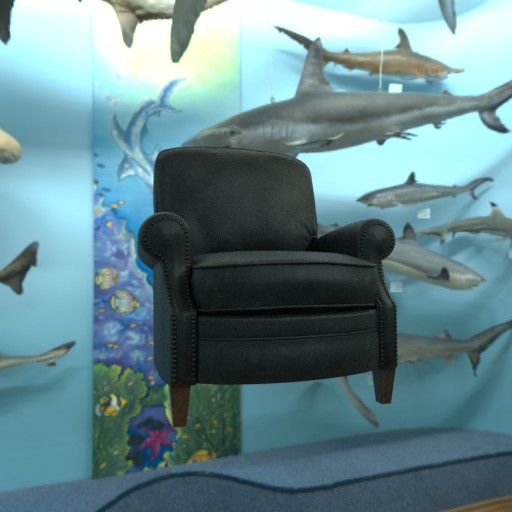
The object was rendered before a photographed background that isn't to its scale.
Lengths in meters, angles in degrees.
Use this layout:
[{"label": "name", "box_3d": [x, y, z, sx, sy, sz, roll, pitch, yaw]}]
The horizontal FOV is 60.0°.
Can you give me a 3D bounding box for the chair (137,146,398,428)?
[{"label": "chair", "box_3d": [0.000, 0.000, 1.780, 0.936, 1.018, 0.986, 0, 0, -17]}]
